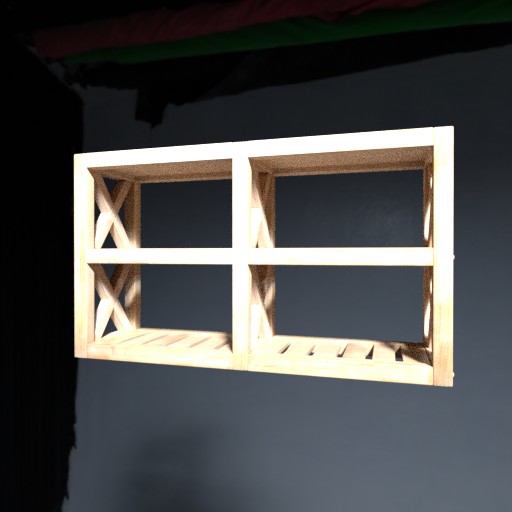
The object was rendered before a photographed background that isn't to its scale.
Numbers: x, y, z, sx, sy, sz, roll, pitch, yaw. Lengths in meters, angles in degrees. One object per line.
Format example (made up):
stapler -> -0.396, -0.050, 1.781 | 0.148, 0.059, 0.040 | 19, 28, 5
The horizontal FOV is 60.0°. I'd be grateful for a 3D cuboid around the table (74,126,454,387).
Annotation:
table -> 0.000, 0.000, 1.657 | 1.320, 0.762, 0.381 | 0, 0, 16
